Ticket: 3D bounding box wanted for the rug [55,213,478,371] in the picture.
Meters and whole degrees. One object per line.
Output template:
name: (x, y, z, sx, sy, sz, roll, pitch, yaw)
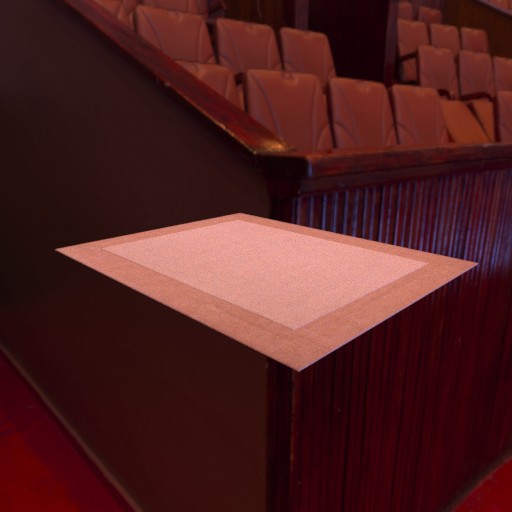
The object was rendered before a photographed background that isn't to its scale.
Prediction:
rug: (0.000, 0.000, 4.073, 2.438, 0.014, 3.048, -16, 24, -42)
